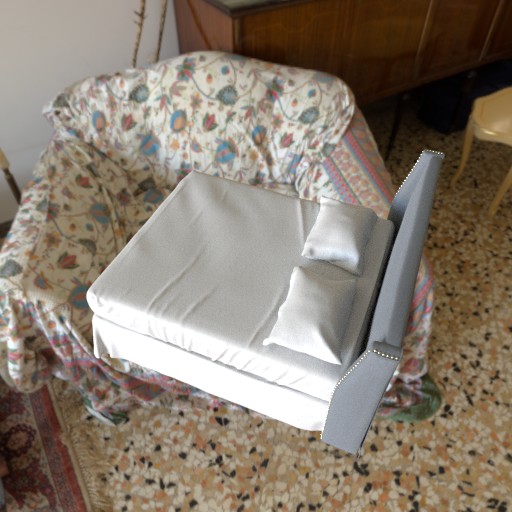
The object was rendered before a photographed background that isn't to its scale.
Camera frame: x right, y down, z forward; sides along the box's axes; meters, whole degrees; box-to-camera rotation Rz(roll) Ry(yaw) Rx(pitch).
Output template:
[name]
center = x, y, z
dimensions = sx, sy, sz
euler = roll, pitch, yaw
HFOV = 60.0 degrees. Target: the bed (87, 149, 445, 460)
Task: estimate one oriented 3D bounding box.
[bed]
center = 0.000, 0.000, 3.444
dimensions = 2.276, 1.332, 1.925
euler = 17, 49, 15
